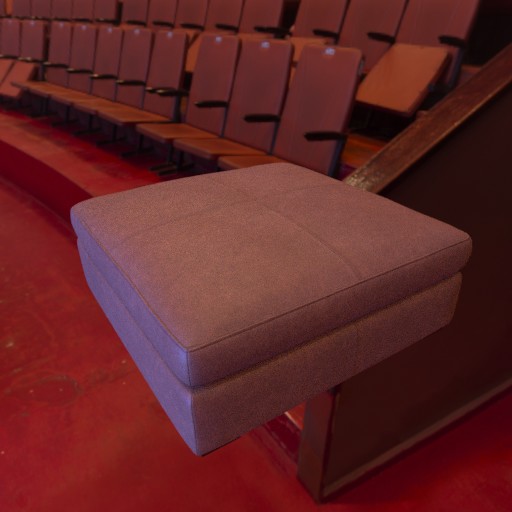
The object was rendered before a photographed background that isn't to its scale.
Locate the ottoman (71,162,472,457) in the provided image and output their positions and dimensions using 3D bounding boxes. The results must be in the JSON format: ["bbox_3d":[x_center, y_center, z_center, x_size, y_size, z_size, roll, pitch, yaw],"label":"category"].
[{"bbox_3d":[0.000,0.000,1.789,1.168,0.490,1.168,-17,33,-29],"label":"ottoman"}]
